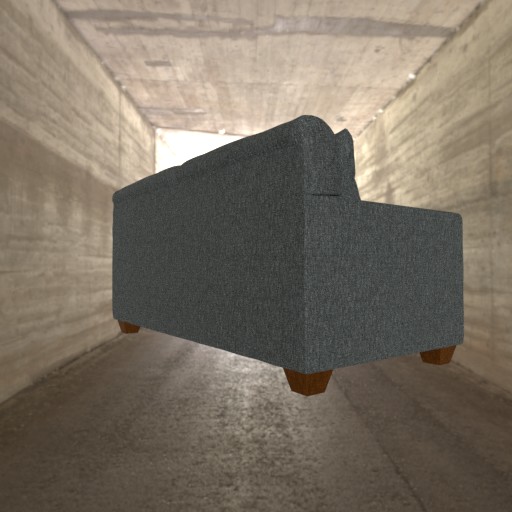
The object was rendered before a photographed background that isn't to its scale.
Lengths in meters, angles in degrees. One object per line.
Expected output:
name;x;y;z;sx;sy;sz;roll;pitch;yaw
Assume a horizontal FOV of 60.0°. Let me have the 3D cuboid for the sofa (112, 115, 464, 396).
sofa;0.000;0.000;2.410;0.998;0.958;1.846;1;-2;-36
